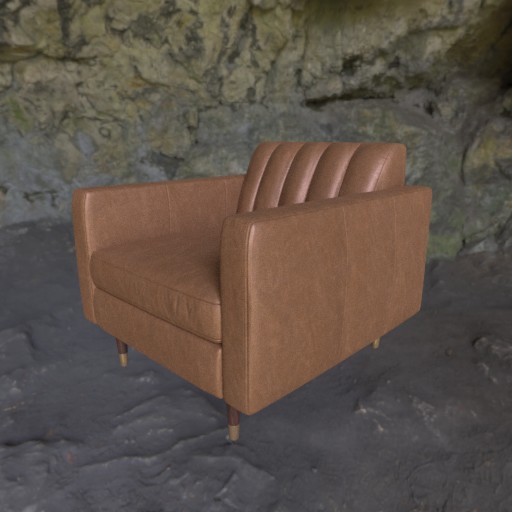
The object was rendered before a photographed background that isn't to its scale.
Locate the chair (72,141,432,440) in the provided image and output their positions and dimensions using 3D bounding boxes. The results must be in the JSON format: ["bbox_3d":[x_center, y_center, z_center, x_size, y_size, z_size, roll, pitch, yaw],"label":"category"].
[{"bbox_3d":[0.000,0.000,1.659,0.953,0.819,0.998,14,21,42],"label":"chair"}]
